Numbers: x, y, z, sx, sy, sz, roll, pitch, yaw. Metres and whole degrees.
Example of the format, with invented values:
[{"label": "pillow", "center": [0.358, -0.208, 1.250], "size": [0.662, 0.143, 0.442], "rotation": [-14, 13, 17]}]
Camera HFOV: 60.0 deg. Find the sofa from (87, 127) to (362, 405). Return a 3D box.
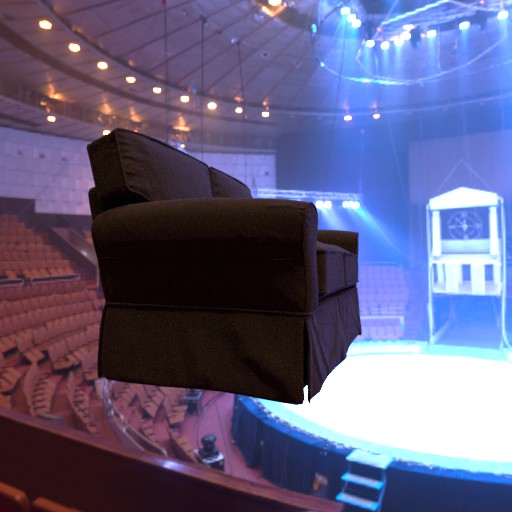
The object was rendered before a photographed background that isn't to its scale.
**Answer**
[{"label": "sofa", "center": [0.000, 0.000, 2.441], "size": [0.997, 1.059, 1.801], "rotation": [0, -1, 19]}]
